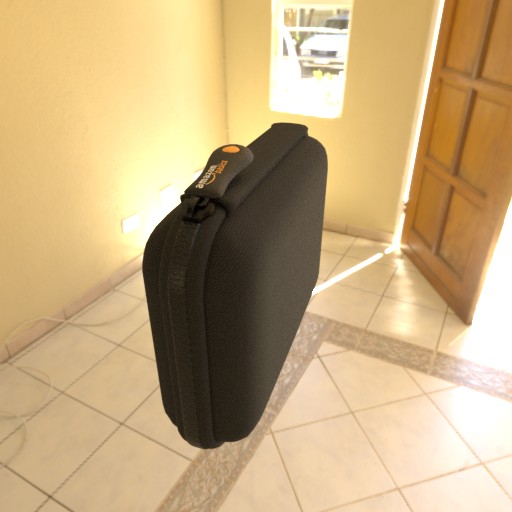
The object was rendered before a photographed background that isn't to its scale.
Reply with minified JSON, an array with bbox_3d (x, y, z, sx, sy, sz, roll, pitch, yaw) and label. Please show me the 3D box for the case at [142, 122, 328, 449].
[{"bbox_3d":[0.000,0.000,0.185,0.038,0.105,0.132,10,32,16],"label":"case"}]
